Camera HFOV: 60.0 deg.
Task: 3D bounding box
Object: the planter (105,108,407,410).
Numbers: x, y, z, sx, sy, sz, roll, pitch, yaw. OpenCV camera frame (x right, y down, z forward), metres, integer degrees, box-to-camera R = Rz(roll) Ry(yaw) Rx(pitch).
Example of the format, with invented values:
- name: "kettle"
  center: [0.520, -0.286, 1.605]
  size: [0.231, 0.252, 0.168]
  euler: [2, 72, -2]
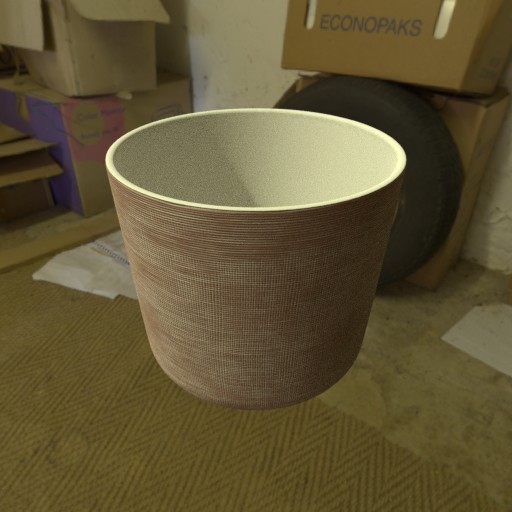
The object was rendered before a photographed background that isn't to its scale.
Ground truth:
- name: "planter"
  center: [0.000, 0.000, 0.779]
  size: [0.440, 0.398, 0.440]
  euler: [0, 32, 0]
